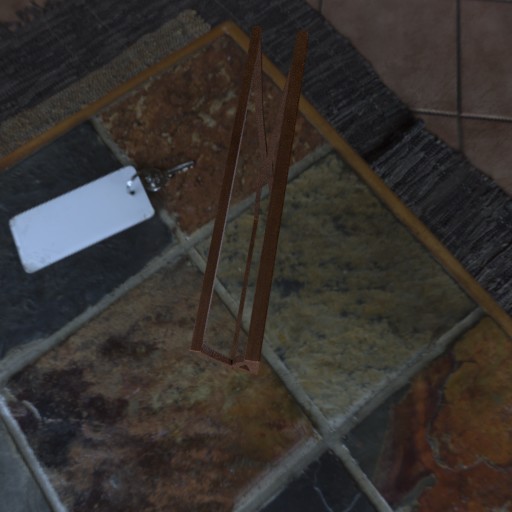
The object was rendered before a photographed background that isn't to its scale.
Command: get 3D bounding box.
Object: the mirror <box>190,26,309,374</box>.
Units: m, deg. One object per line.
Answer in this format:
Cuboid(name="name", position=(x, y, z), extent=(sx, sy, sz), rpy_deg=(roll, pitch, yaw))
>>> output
Cuboid(name="mirror", position=(0.000, 0.000, 0.940), extent=(0.082, 0.768, 0.468), rpy_deg=(9, 74, 2))
